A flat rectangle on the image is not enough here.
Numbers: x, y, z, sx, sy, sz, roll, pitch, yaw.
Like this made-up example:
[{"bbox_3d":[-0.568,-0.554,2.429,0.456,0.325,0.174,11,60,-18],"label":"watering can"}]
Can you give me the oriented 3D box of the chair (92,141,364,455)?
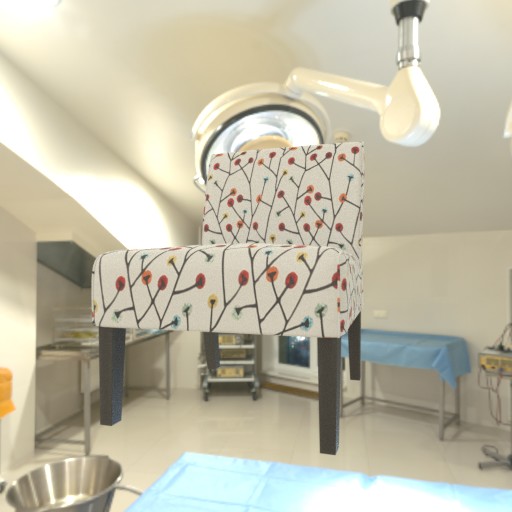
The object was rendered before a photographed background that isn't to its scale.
[{"bbox_3d":[0.000,0.000,1.296,0.597,0.813,0.732,-1,-2,18],"label":"chair"}]
